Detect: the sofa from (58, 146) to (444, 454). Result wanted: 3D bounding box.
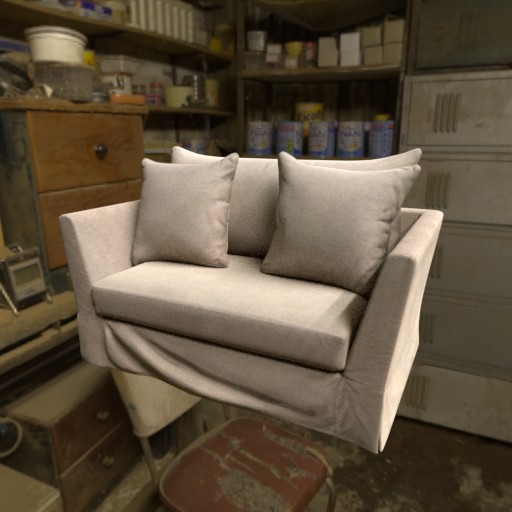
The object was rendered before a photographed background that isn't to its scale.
[{"bbox_3d":[0.000,0.000,2.197,1.608,1.040,1.035,8,17,26],"label":"sofa"}]
